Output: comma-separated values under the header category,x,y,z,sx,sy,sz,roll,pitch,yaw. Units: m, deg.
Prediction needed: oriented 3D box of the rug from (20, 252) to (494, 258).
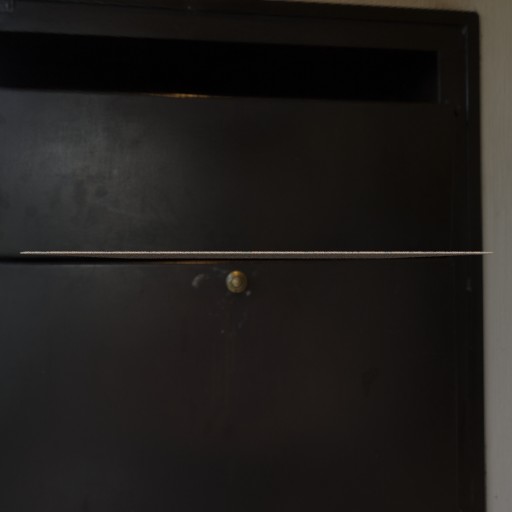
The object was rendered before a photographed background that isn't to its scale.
category,x,y,z,sx,sy,sz,roll,pitch,yaw
rug,0.000,0.000,3.964,2.980,0.012,2.363,0,-1,-1
